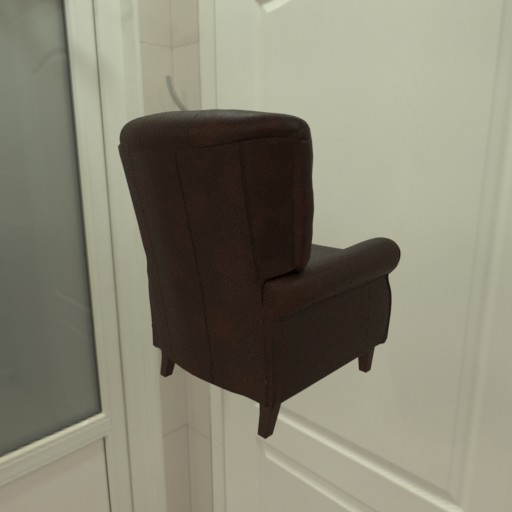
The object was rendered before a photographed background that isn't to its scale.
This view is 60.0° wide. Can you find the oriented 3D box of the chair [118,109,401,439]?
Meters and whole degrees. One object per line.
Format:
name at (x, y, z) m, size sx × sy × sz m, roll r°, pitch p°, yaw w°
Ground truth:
chair at (0.000, 0.000, 1.929) m, size 0.948 × 1.158 × 1.058 m, roll 13°, pitch 19°, yaw 43°
